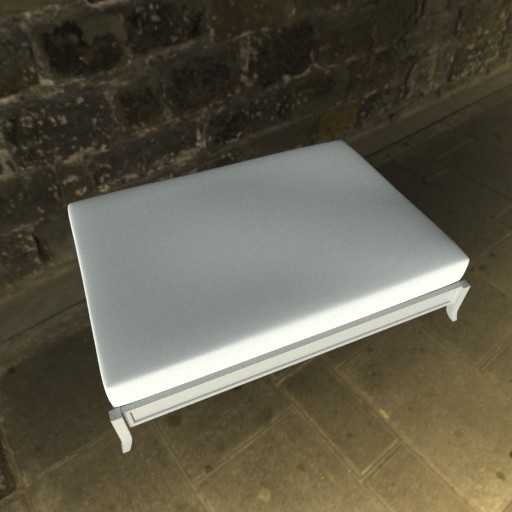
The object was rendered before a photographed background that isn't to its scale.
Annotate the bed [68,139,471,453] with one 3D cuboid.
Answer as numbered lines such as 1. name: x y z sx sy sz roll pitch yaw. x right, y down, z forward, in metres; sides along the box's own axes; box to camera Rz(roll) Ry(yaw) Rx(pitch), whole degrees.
1. bed: 0.000 0.000 2.658 1.985 0.510 1.460 -17 48 -16
